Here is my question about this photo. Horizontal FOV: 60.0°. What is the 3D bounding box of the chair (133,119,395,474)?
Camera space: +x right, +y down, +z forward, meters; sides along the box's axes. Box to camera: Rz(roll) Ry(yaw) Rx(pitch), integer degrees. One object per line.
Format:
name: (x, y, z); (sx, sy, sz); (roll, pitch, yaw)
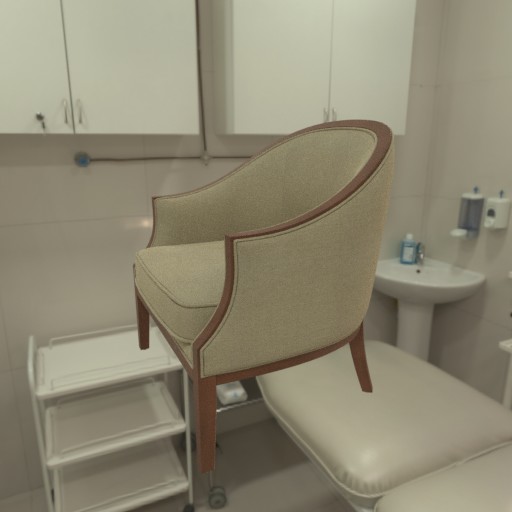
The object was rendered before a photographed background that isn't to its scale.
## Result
chair: (0.000, 0.000, 1.470); (0.735, 0.876, 0.803); (-7, 17, -25)
